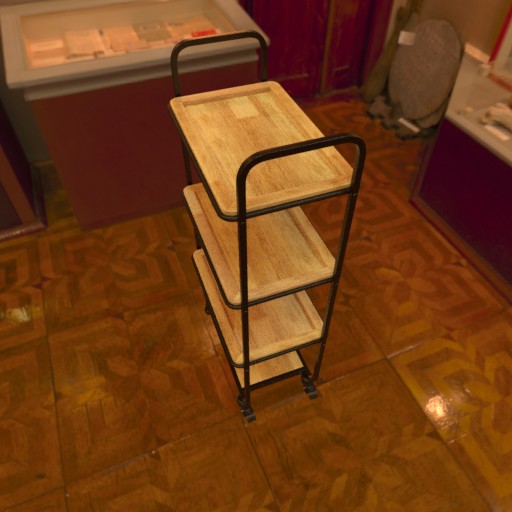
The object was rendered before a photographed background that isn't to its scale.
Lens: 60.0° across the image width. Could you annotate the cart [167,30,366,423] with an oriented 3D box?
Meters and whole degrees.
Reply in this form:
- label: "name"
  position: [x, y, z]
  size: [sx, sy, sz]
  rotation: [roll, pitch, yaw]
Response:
- label: "cart"
  position: [0.000, 0.000, 1.327]
  size: [0.321, 1.080, 0.545]
  rotation: [-15, 49, -14]
